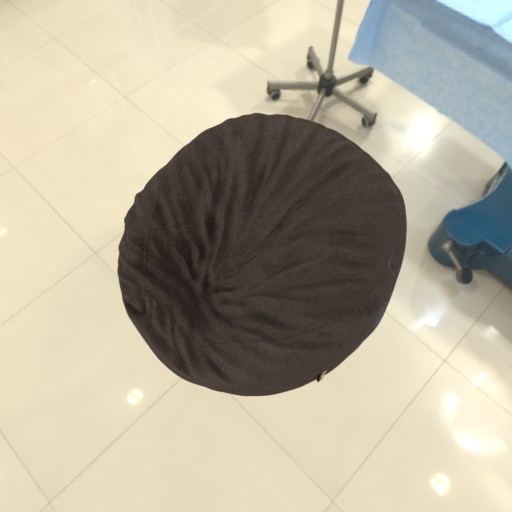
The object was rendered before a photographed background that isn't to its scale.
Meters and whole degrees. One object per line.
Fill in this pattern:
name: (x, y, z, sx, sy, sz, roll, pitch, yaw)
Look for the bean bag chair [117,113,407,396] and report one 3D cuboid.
bean bag chair: (0.000, 0.000, 2.069, 1.245, 0.821, 1.245, 0, 62, 0)
